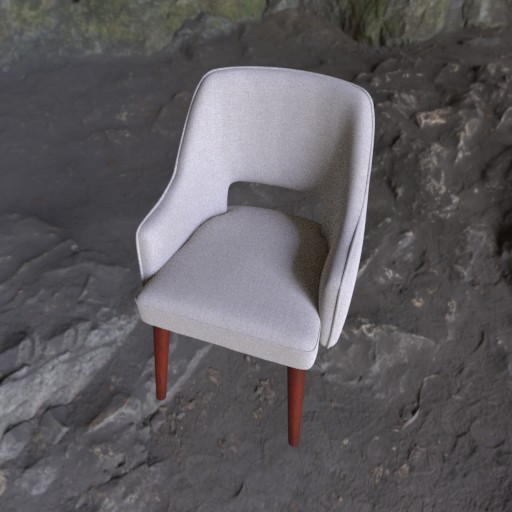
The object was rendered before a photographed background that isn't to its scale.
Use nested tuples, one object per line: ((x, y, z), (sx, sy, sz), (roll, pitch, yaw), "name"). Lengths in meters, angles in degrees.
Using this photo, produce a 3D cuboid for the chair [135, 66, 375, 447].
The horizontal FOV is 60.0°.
((0.000, 0.000, 1.232), (0.560, 0.840, 0.580), (14, 44, 15), "chair")
